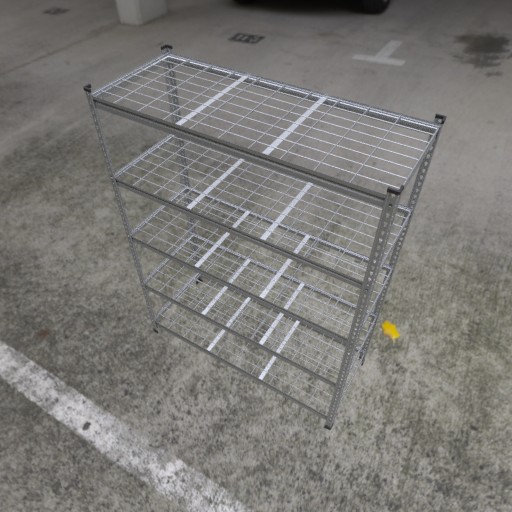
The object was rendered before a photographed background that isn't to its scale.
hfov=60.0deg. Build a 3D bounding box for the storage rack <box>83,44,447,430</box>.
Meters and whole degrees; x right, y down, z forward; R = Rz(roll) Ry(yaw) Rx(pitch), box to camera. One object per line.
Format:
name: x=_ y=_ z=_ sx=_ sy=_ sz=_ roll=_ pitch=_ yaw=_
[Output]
storage rack: x=0.000 y=0.000 z=2.680 sx=1.524 sy=1.981 sz=0.610 roll=24 pitch=50 yaw=21
